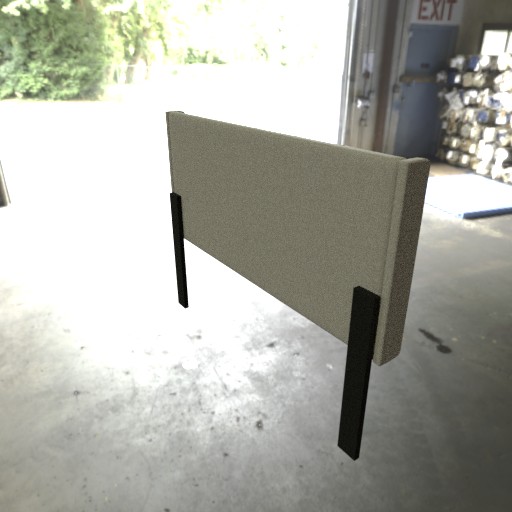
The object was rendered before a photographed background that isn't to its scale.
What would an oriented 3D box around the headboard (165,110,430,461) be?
[{"bbox_3d":[0.000,0.000,2.713,0.184,1.524,2.051,-17,29,-32],"label":"headboard"}]
